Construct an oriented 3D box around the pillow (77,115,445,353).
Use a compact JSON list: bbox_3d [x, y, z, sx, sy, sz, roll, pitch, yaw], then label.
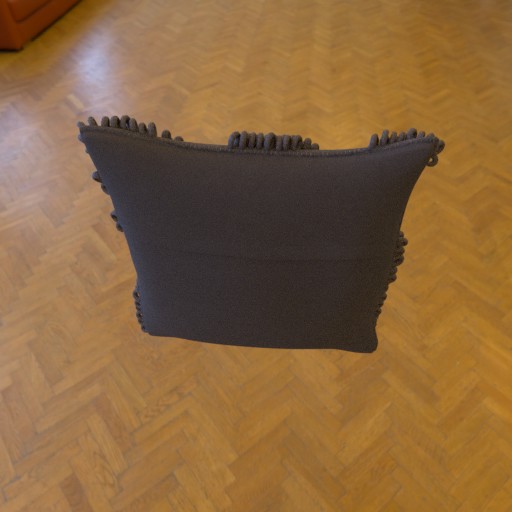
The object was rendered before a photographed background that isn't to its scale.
[{"bbox_3d":[0.000,0.000,0.716,0.470,0.467,0.172,4,46,4],"label":"pillow"}]
